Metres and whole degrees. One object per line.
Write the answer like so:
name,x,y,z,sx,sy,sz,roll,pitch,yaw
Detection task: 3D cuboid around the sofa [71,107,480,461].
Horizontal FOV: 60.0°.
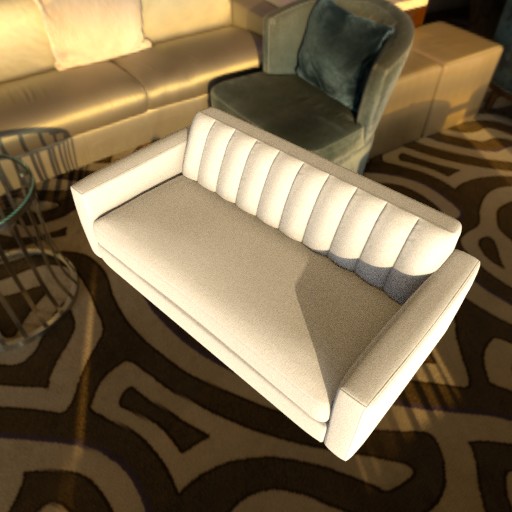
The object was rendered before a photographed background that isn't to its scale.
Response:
sofa,0.000,0.000,2.340,1.895,0.814,0.969,33,54,28
